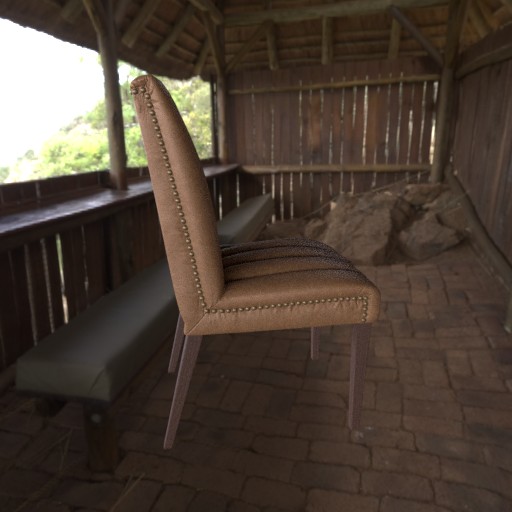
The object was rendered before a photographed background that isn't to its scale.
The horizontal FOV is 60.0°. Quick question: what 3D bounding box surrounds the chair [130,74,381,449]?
[{"bbox_3d":[0.000,0.000,1.391,0.647,1.016,0.511,-3,17,-9],"label":"chair"}]
